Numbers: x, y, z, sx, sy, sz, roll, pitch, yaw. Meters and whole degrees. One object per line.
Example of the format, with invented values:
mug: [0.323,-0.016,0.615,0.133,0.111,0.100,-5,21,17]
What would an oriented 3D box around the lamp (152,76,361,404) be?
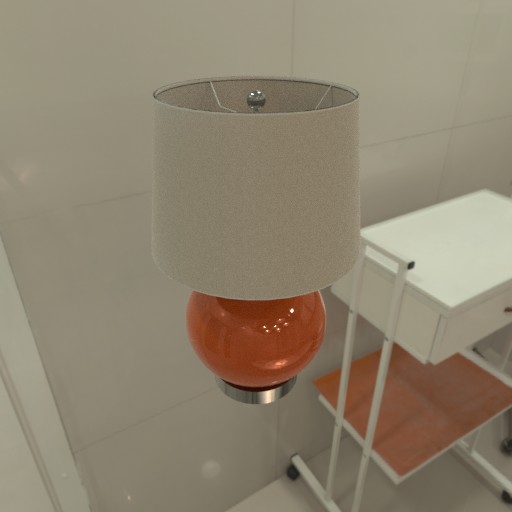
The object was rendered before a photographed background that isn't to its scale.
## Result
lamp: [0.000,0.000,0.545,0.247,0.387,0.247,0,30,0]
